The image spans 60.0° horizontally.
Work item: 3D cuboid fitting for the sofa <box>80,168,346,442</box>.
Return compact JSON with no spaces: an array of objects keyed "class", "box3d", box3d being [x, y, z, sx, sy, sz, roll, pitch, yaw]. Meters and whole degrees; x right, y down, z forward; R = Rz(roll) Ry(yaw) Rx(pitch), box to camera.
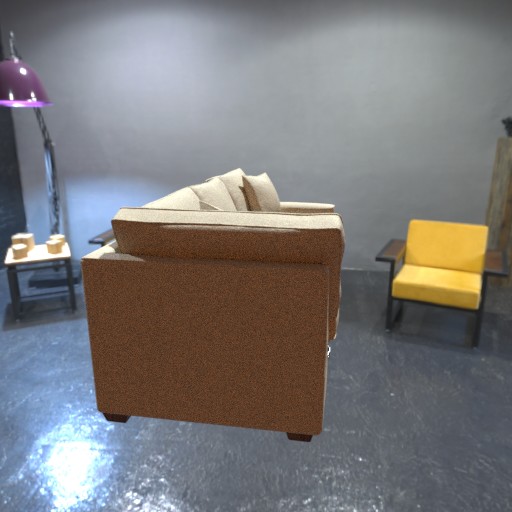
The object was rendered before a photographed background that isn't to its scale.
[{"class":"sofa","box3d":[0.000,0.000,2.839,1.053,0.948,2.323,3,16,10]}]
